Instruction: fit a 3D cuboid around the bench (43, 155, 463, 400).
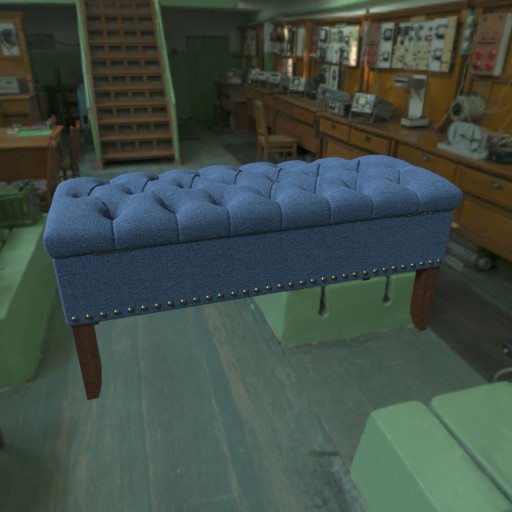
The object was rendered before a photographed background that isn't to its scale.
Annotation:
[{"bbox_3d":[0.000,0.000,1.313,1.052,0.492,0.417,-8,26,-16],"label":"bench"}]
